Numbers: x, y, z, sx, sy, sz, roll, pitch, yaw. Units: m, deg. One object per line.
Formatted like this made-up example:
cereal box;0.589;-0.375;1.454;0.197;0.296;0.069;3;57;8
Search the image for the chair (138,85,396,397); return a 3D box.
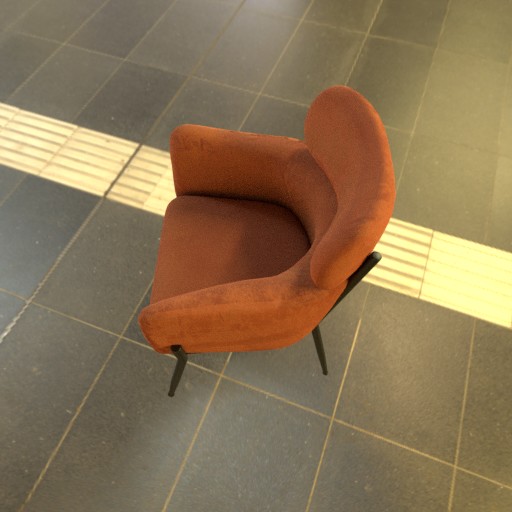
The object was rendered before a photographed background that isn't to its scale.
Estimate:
chair;0.000;0.000;1.140;0.523;0.772;0.561;1;59;1
